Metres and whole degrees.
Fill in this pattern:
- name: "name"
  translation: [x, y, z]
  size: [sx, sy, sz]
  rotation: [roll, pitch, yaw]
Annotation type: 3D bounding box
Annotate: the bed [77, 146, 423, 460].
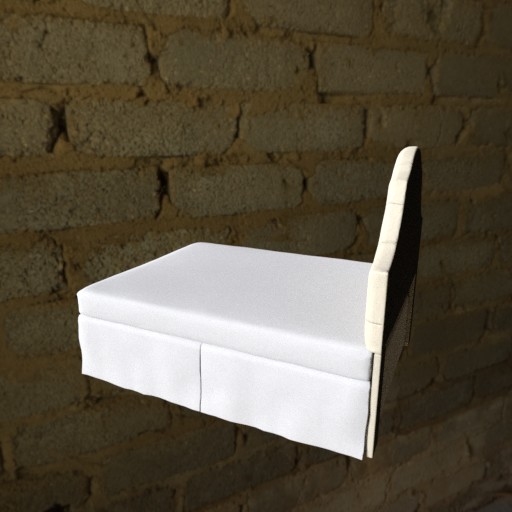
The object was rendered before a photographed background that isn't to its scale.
- name: "bed"
  translation: [0.000, 0.000, 3.215]
  size: [2.092, 1.575, 1.627]
  rotation: [7, 18, 25]
